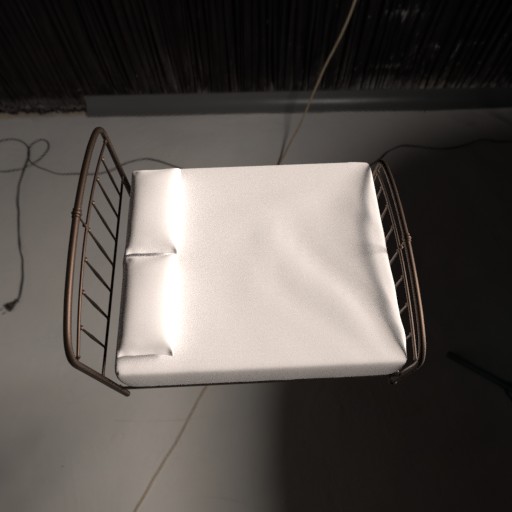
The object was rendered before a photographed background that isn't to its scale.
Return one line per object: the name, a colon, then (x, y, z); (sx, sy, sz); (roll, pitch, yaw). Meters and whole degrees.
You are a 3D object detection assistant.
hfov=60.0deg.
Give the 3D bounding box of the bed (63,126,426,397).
bed: (0.000, 0.000, 3.253); (2.180, 1.425, 1.711); (-2, 64, -1)
